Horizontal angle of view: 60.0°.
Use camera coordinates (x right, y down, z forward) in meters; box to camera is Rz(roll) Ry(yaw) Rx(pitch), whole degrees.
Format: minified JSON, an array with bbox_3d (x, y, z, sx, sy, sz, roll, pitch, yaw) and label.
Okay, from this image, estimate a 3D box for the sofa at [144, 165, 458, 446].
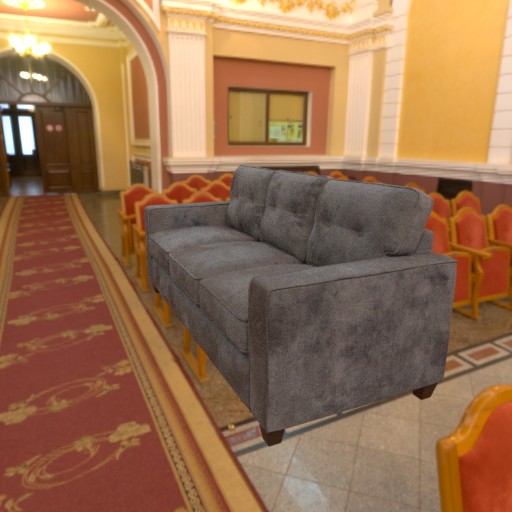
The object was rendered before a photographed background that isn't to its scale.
[{"bbox_3d":[0.000,0.000,2.650,0.939,0.965,2.133,-7,16,-24],"label":"sofa"}]
